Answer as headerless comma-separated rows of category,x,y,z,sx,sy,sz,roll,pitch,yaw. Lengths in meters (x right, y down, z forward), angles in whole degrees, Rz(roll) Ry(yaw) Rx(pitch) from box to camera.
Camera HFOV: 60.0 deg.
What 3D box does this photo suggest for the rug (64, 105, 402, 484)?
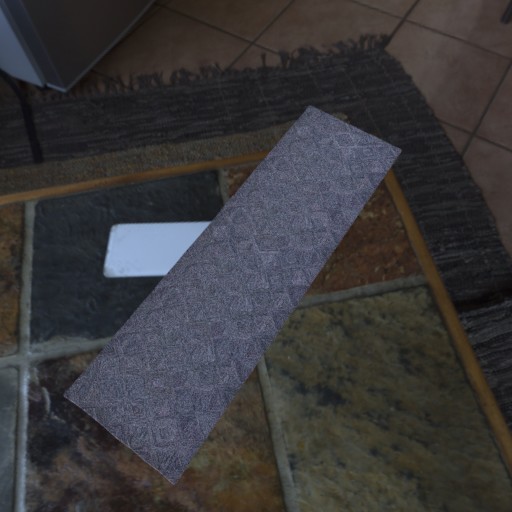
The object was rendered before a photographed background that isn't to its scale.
rug,0.000,0.000,2.479,0.691,0.011,2.296,31,67,15
